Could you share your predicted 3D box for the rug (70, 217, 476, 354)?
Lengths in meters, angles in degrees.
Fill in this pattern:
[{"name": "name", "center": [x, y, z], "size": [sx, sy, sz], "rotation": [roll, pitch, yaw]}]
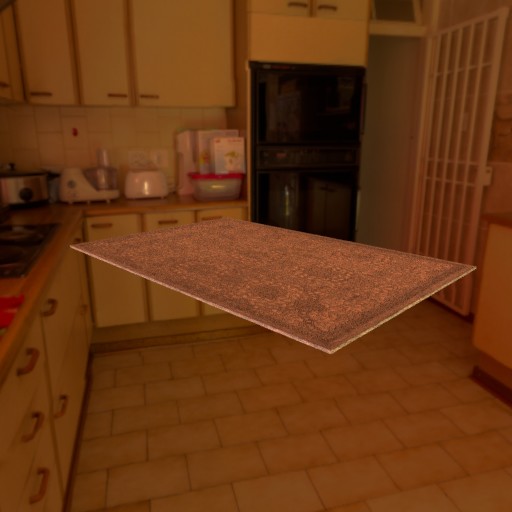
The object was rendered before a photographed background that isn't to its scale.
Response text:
[{"name": "rug", "center": [0.000, 0.000, 2.355], "size": [1.819, 0.012, 1.208], "rotation": [15, 22, 42]}]
